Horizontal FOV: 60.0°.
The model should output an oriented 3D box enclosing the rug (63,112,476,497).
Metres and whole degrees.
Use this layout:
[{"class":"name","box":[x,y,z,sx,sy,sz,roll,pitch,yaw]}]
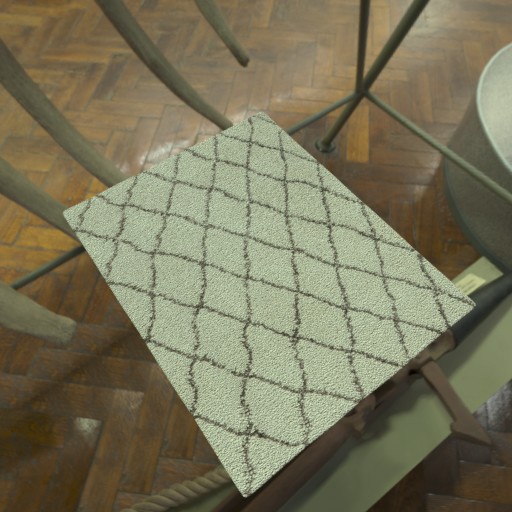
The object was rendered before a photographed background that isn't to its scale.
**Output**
[{"class":"rug","box":[0.000,0.000,4.040,2.438,0.029,3.047,-32,63,-18]}]
